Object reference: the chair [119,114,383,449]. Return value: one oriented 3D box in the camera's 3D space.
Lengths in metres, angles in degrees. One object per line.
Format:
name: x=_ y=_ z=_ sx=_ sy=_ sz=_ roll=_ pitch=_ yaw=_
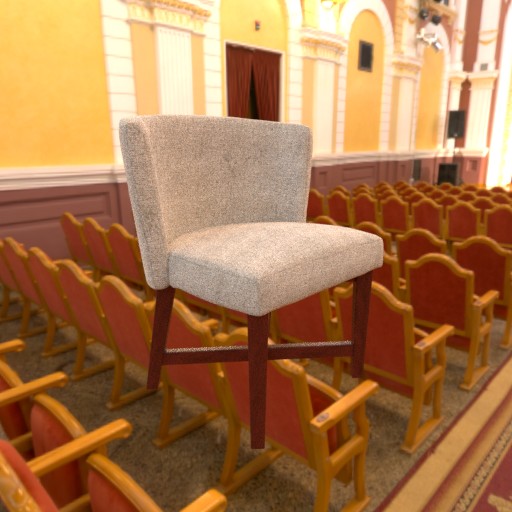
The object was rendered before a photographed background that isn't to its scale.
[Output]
chair: x=0.000 y=0.000 z=1.335 sx=0.575 sy=0.827 sz=0.728 roll=14 pitch=20 yaw=42
